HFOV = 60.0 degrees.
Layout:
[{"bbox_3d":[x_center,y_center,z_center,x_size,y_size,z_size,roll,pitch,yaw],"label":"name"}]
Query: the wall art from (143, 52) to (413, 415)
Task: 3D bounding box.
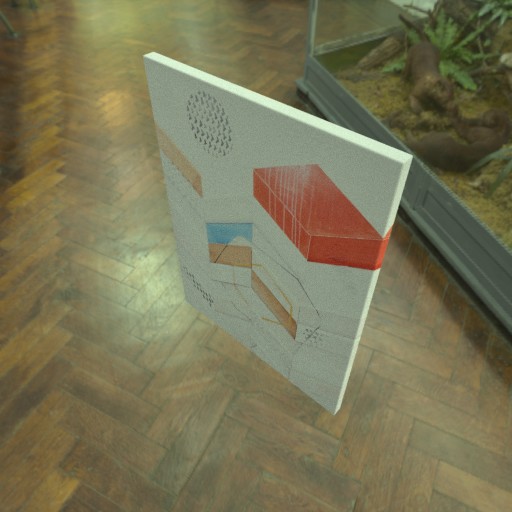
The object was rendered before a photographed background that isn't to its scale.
[{"bbox_3d":[0.000,0.000,1.353,0.759,1.014,0.045,32,53,28],"label":"wall art"}]
